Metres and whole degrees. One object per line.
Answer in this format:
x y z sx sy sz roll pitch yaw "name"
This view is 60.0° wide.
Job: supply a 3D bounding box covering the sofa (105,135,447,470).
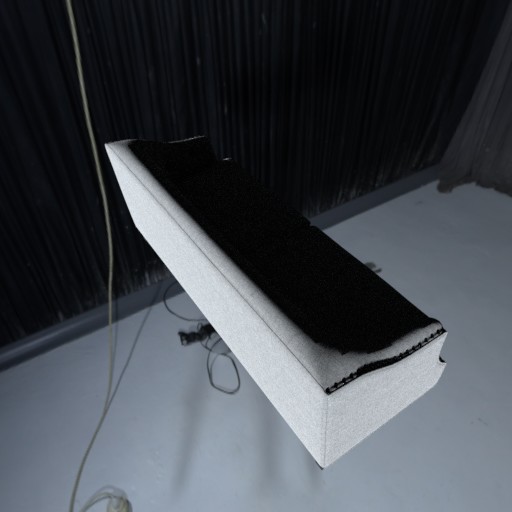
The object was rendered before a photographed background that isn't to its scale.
0.000 0.000 2.697 0.914 0.901 2.235 -25 48 -25 "sofa"
